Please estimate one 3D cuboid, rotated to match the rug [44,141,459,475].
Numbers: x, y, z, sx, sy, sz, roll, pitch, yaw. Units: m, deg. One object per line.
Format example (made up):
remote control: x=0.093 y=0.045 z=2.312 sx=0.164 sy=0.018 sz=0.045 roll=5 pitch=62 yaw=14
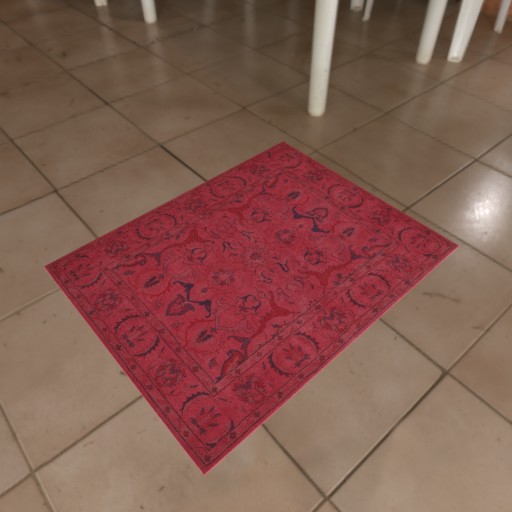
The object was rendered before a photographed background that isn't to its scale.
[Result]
rug: x=0.000 y=0.000 z=3.962 sx=2.929 sy=0.012 sz=2.300 roll=-34 pitch=56 yaw=-27
